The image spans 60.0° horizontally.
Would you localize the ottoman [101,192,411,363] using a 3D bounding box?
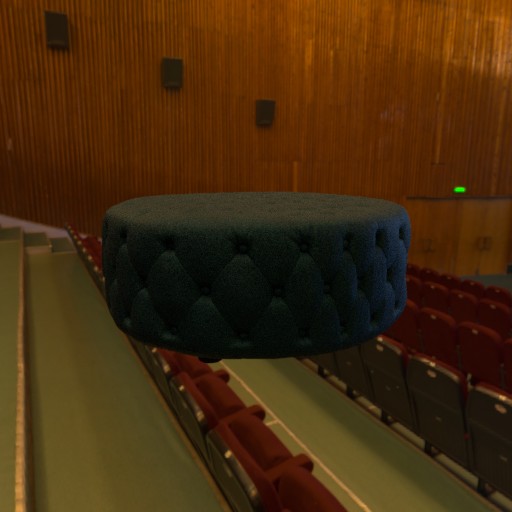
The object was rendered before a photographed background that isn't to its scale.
[{"bbox_3d":[0.000,0.000,1.522,0.998,0.398,0.998,0,12,0],"label":"ottoman"}]
